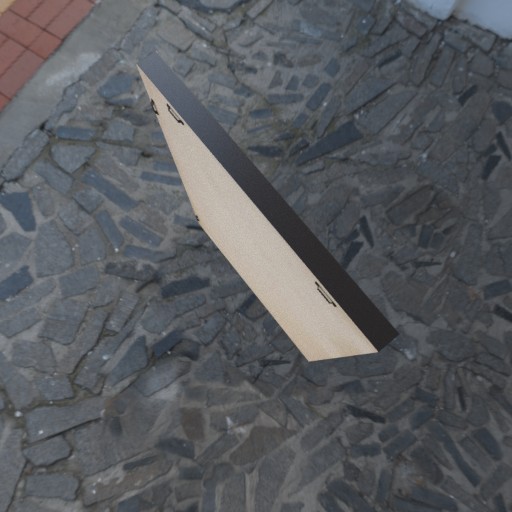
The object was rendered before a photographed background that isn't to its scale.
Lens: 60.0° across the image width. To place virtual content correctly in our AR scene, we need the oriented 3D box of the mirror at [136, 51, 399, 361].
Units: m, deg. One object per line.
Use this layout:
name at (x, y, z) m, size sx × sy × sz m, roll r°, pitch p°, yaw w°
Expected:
mirror at (0.000, 0.000, 0.921) m, size 0.040 × 0.710 × 0.507 m, roll -37°, pitch 79°, yaw -9°
